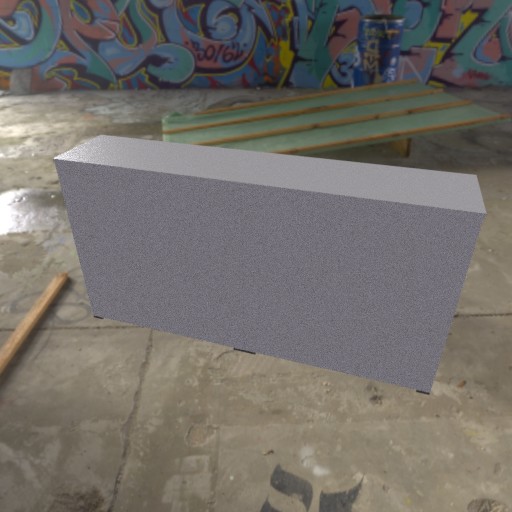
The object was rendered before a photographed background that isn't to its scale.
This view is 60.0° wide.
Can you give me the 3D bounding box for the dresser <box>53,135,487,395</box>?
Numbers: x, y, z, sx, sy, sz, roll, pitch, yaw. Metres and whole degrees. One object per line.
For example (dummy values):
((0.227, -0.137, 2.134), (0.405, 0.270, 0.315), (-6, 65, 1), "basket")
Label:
((0.000, 0.000, 1.850), (1.535, 0.790, 0.333), (10, 33, 15), "dresser")
